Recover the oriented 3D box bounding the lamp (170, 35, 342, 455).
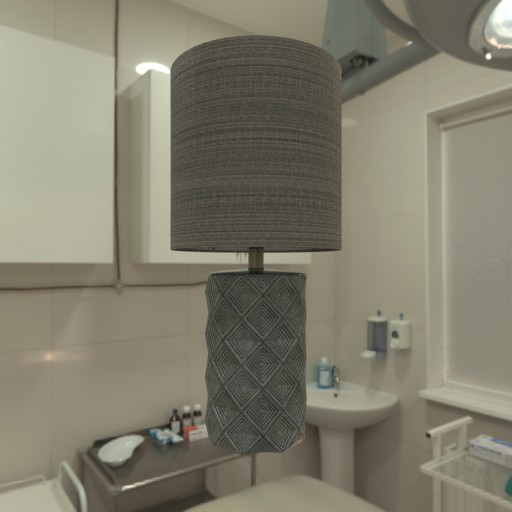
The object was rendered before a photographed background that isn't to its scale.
[{"bbox_3d":[0.000,0.000,0.702,0.269,0.566,0.268,1,-2,-36],"label":"lamp"}]
